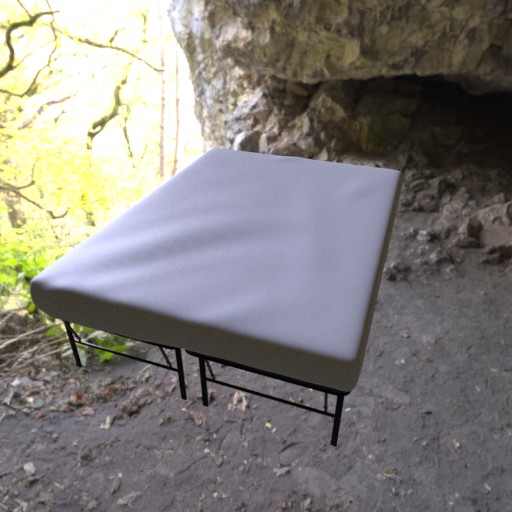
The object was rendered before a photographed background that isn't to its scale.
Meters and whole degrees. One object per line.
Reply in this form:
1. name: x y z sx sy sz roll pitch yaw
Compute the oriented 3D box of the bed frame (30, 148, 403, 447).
1. bed frame: 0.000 0.000 2.825 1.584 0.667 2.151 11 34 17
